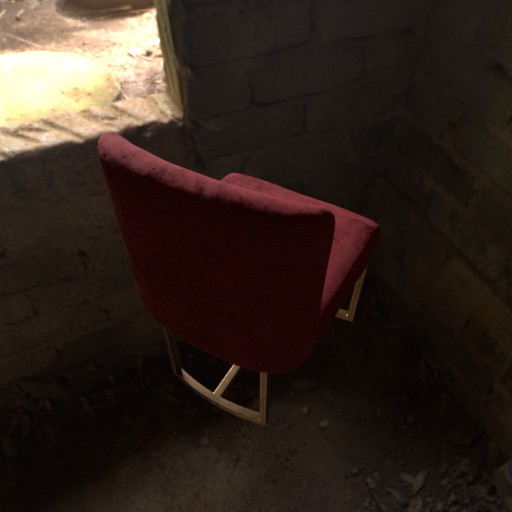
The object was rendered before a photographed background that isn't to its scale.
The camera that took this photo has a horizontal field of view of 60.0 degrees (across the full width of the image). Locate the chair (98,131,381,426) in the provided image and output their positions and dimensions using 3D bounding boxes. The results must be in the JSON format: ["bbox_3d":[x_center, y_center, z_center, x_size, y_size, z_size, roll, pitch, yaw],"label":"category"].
[{"bbox_3d":[0.000,0.000,1.185,0.530,0.824,0.560,23,50,21],"label":"chair"}]
